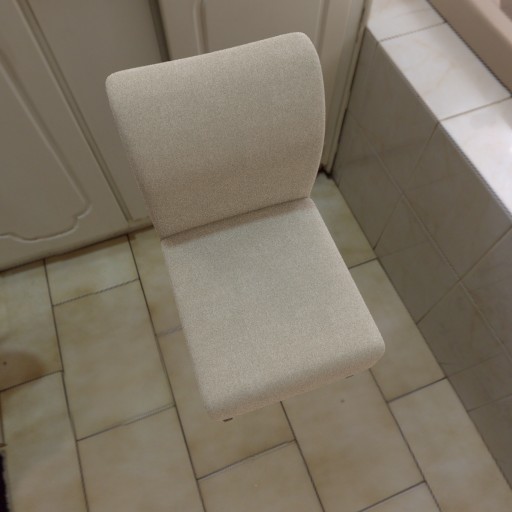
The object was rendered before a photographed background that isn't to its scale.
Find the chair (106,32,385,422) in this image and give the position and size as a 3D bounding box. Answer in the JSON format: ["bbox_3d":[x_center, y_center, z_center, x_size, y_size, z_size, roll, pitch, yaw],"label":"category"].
[{"bbox_3d":[0.000,0.000,1.280,0.521,0.833,0.754,-17,64,-8],"label":"chair"}]
